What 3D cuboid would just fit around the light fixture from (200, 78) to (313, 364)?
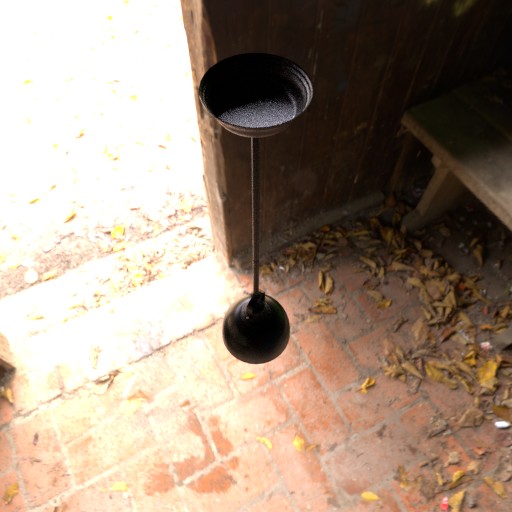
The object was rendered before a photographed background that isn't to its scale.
[{"bbox_3d":[0.000,0.000,0.856,0.182,0.768,0.182,29,63,17],"label":"light fixture"}]
